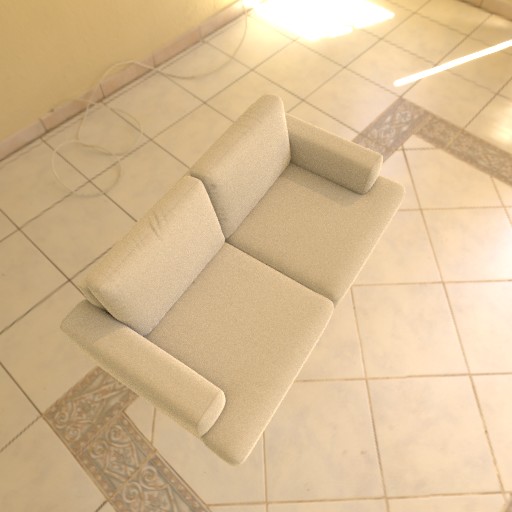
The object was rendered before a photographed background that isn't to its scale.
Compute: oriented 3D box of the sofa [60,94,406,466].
[{"bbox_3d":[0.000,0.000,2.159,0.915,0.810,1.651,29,63,16],"label":"sofa"}]
